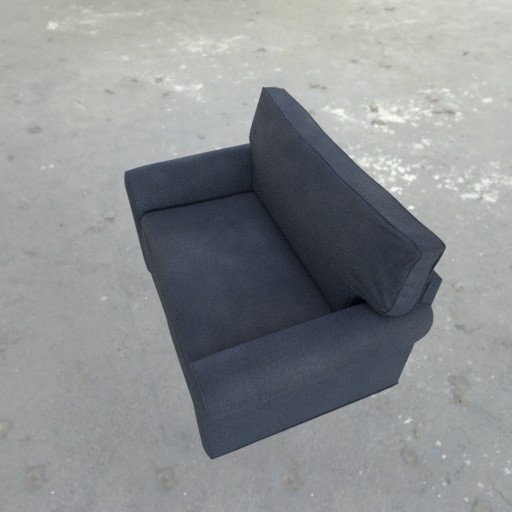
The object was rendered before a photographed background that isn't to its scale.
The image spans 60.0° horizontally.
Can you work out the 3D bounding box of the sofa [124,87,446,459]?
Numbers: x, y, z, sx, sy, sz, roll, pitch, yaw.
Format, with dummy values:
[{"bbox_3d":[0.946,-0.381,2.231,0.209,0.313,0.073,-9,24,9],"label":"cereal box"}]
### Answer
[{"bbox_3d":[0.000,0.000,2.039,0.938,1.004,1.405,-16,47,-15],"label":"sofa"}]
